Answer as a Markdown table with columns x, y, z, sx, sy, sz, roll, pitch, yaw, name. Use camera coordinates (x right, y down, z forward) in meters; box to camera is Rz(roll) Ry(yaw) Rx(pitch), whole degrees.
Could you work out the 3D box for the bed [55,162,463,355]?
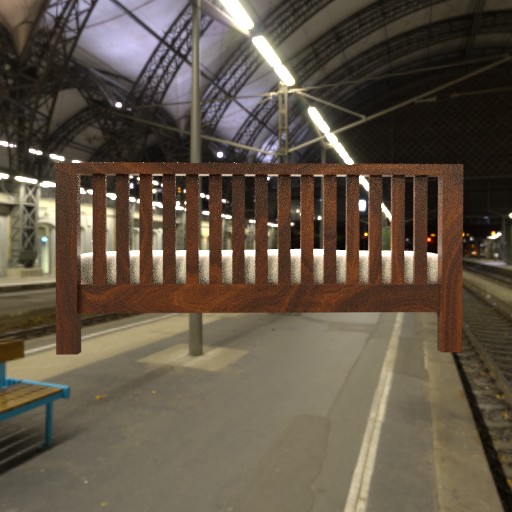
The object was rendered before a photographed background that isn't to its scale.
| x | y | z | sx | sy | sz | roll | pitch | yaw | name |
| --- | --- | --- | --- | --- | --- | --- | --- | --- | --- |
| 0.000 | 0.000 | 3.088 | 1.905 | 0.890 | 2.030 | 0 | 1 | -1 | bed |
